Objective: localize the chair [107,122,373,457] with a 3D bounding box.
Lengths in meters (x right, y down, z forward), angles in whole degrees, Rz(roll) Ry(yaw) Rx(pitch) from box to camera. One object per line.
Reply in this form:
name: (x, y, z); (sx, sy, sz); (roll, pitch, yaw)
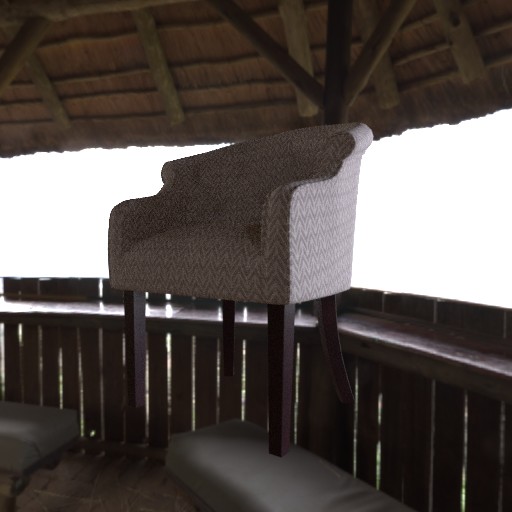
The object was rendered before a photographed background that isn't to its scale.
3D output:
chair: (0.000, 0.000, 1.314); (0.686, 0.858, 0.613); (1, 2, 37)
